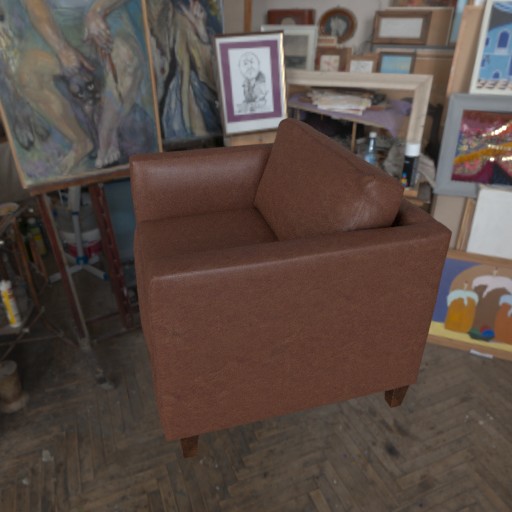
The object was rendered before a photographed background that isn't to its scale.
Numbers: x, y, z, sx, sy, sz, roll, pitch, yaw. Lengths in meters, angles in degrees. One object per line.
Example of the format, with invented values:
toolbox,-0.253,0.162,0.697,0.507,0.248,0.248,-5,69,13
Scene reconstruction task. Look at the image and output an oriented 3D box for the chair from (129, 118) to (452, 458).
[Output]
chair,0.000,0.000,1.809,0.959,0.917,1.107,-8,30,-14
